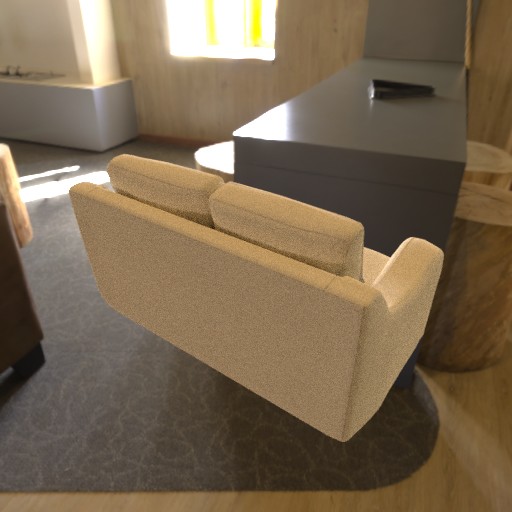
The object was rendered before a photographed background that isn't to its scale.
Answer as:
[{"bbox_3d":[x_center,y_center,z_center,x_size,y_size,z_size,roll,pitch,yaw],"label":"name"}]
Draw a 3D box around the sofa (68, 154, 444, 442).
[{"bbox_3d":[0.000,0.000,2.396,1.744,1.047,1.040,21,37,31],"label":"sofa"}]
